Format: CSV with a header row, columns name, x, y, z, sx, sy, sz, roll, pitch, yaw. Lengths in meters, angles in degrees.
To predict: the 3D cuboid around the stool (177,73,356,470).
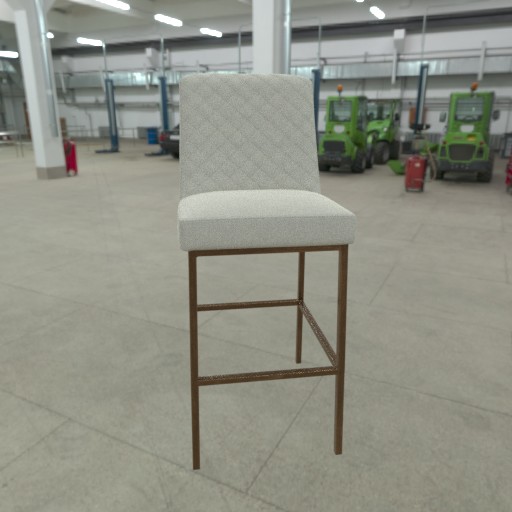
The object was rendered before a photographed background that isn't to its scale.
name,x,y,z,sx,sy,sz,roll,pitch,yaw
stool,0.000,0.000,1.369,0.462,1.084,0.546,-2,18,-8
